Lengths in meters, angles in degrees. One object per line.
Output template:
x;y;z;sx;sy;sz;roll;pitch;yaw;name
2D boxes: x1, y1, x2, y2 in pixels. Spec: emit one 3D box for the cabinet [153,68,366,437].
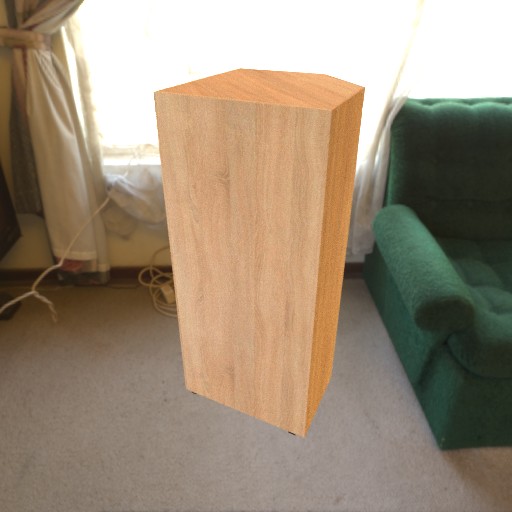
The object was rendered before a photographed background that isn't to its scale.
0.000;0.000;2.910;1.094;2.120;1.327;-10;32;-16;cabinet
